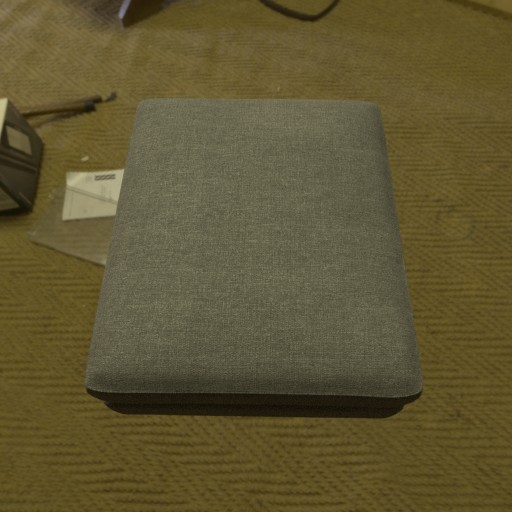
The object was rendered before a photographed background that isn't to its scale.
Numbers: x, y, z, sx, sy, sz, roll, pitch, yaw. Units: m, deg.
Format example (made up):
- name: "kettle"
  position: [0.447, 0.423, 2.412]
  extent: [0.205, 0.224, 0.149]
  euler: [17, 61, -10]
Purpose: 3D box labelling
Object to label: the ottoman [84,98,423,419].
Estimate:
- name: "ottoman"
  position: [0.000, 0.000, 1.216]
  extent: [0.693, 0.474, 0.821]
  euler: [1, 62, 0]
